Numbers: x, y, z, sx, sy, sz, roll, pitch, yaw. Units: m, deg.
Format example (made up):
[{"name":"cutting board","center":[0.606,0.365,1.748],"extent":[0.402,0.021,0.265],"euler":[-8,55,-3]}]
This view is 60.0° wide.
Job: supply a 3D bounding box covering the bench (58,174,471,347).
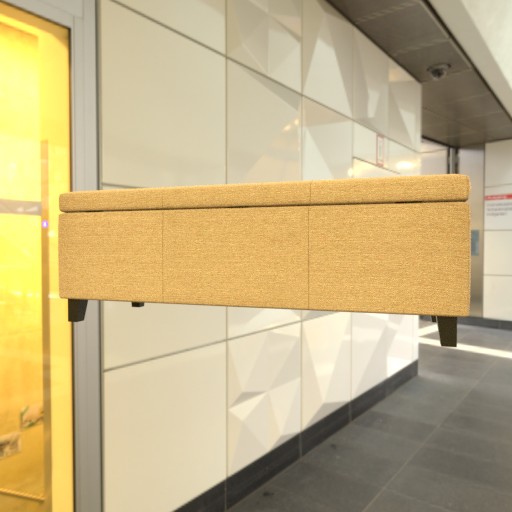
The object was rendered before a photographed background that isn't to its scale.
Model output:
[{"name":"bench","center":[0.000,0.000,1.479],"extent":[1.269,0.438,0.446],"euler":[0,1,18]}]
